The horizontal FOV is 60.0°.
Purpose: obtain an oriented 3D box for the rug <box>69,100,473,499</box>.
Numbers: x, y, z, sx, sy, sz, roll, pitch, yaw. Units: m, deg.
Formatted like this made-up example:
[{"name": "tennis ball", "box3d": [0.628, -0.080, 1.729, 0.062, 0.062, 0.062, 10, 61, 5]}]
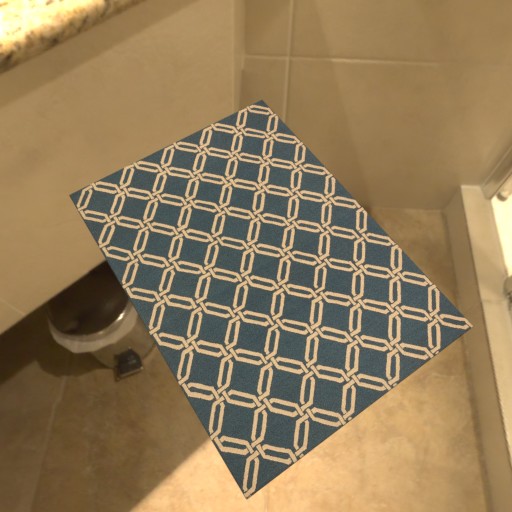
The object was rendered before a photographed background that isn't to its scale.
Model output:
[{"name": "rug", "box3d": [0.000, 0.000, 4.277, 2.432, 0.018, 3.342, -31, 67, -15]}]
